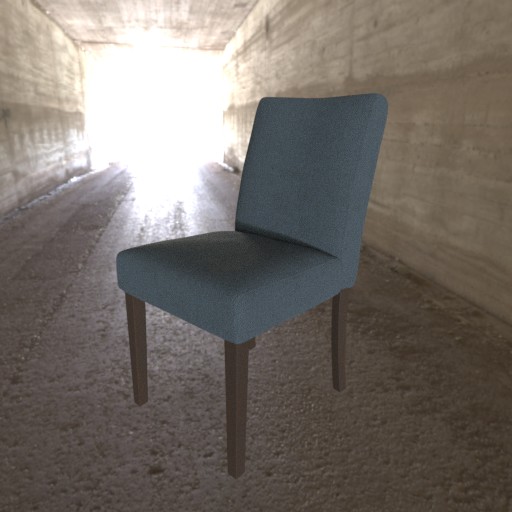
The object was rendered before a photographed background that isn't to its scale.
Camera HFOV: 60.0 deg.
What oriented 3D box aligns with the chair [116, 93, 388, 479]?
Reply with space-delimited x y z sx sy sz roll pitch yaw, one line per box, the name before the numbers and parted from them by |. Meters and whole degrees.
chair | 0.000 0.000 1.267 0.487 0.882 0.629 16 23 41
